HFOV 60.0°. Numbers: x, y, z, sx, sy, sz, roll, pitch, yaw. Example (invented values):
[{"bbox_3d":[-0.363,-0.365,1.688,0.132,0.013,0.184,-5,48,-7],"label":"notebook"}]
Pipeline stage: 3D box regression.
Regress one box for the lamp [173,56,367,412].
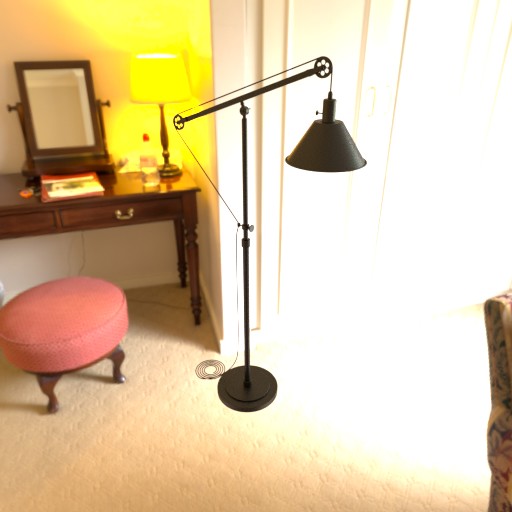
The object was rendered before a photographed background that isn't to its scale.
[{"bbox_3d":[0.000,0.000,1.957,0.904,1.626,0.319,18,32,32],"label":"lamp"}]
